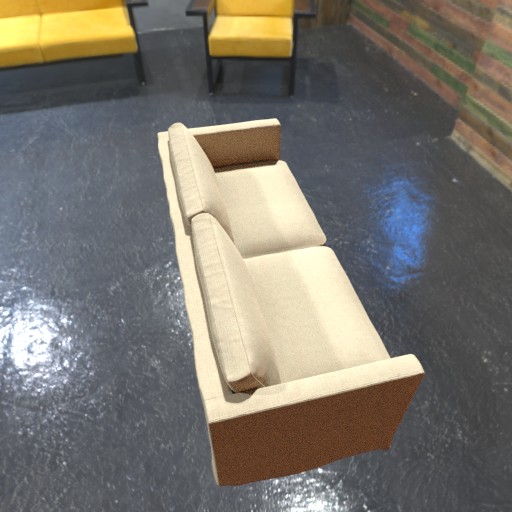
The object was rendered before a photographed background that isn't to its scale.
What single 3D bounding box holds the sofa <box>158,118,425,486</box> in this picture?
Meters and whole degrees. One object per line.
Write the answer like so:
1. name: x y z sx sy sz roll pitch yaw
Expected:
1. sofa: 0.000 0.000 2.751 0.962 0.853 2.312 -10 45 -10
